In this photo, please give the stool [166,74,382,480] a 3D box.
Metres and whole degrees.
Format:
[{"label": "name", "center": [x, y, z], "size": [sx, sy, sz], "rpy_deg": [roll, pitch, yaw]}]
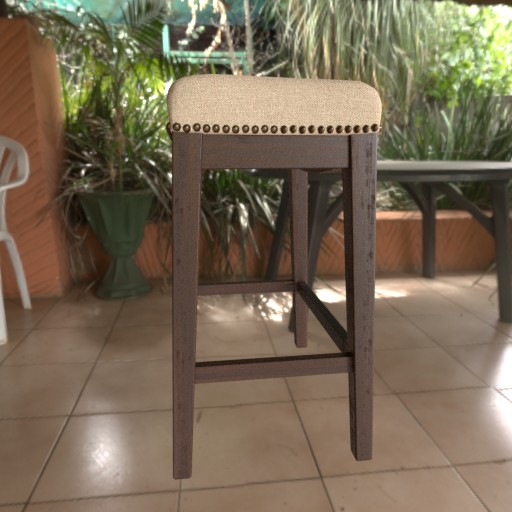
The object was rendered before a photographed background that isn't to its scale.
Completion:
[{"label": "stool", "center": [0.000, 0.000, 0.958], "size": [0.363, 0.669, 0.509], "rpy_deg": [-2, 14, -8]}]
